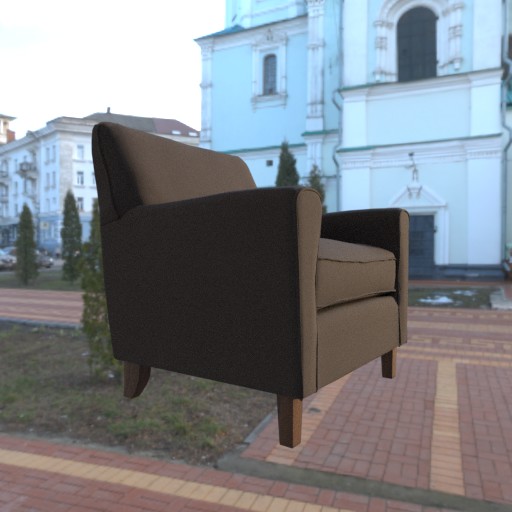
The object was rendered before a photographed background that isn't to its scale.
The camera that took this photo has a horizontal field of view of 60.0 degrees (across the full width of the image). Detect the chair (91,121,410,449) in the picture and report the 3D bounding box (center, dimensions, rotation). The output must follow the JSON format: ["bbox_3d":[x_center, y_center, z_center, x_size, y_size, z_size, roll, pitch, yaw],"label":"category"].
[{"bbox_3d":[0.000,0.000,1.573,0.831,0.911,0.836,1,1,36],"label":"chair"}]
